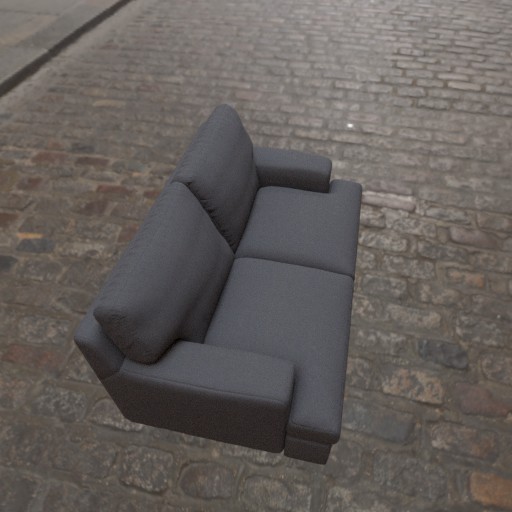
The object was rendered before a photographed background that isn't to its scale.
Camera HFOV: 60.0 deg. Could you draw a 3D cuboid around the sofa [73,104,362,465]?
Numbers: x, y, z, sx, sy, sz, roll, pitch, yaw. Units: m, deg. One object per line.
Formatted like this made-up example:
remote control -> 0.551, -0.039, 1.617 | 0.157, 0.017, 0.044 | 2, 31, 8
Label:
sofa -> 0.000, 0.000, 2.526 | 1.143, 0.940, 1.880 | 9, 46, 9
